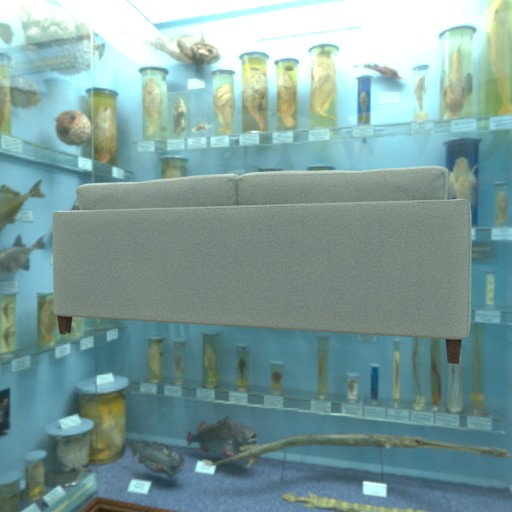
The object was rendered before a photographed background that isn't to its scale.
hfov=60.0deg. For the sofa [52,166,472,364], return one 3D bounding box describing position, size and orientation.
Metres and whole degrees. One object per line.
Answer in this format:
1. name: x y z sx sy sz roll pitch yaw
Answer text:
1. sofa: 0.000 0.000 2.802 2.361 0.968 0.951 0 1 18
